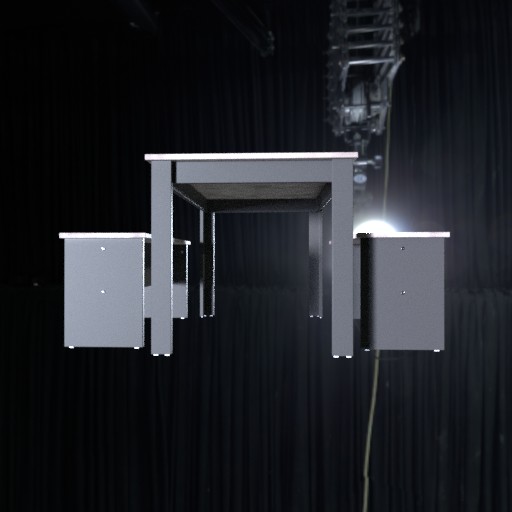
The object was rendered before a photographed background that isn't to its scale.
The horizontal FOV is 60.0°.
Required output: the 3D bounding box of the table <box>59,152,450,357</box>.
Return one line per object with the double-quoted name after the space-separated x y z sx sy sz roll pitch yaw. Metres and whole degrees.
0.000 0.000 2.065 1.443 0.700 1.100 0 0 3 "table"
